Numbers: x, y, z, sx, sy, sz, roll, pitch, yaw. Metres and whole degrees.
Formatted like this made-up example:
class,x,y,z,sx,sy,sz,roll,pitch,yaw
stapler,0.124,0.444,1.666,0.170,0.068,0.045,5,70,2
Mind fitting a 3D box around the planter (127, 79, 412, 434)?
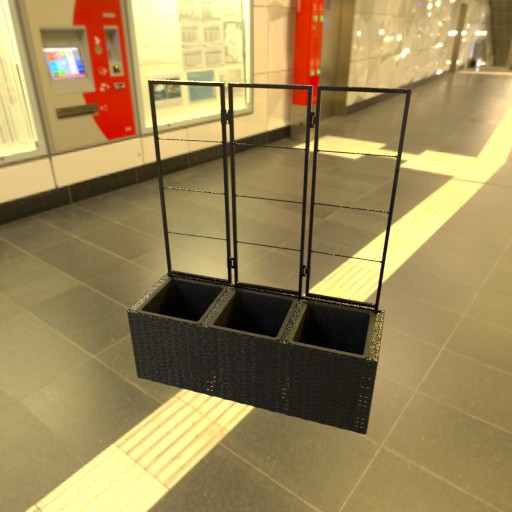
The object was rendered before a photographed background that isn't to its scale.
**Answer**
class,x,y,z,sx,sy,sz,roll,pitch,yaw
planter,0.000,0.000,1.184,0.698,0.841,0.244,9,28,16
